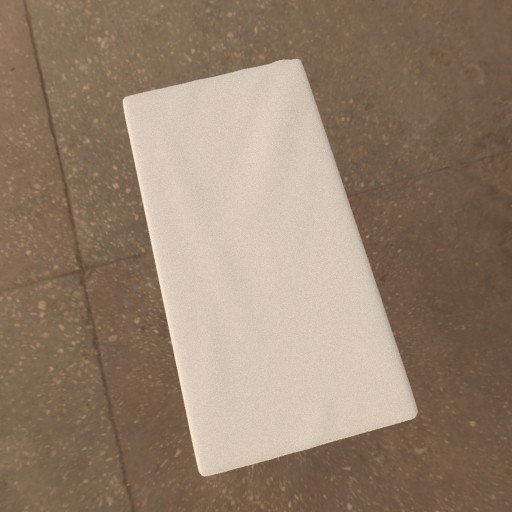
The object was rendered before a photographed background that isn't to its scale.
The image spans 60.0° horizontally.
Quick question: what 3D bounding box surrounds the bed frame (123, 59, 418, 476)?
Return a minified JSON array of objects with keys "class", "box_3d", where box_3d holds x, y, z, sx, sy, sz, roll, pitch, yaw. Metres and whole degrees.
[{"class":"bed frame","box_3d":[0.000,0.000,2.369,0.989,0.619,1.903,-14,76,-4]}]
